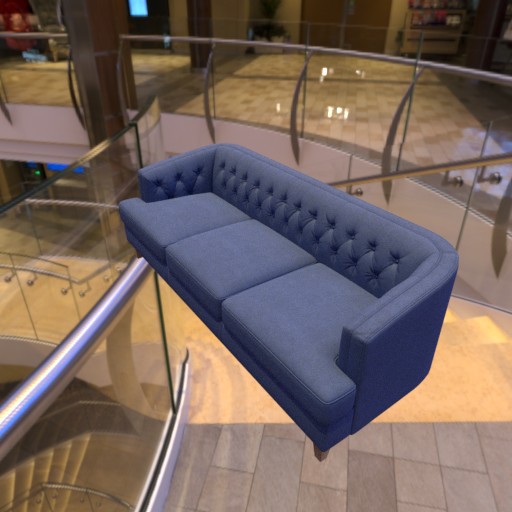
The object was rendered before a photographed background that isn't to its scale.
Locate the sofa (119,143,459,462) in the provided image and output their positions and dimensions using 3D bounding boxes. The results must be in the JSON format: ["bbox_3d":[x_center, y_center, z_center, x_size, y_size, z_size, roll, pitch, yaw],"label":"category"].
[{"bbox_3d":[0.000,0.000,2.670,0.914,0.787,2.235,-19,36,-29],"label":"sofa"}]
